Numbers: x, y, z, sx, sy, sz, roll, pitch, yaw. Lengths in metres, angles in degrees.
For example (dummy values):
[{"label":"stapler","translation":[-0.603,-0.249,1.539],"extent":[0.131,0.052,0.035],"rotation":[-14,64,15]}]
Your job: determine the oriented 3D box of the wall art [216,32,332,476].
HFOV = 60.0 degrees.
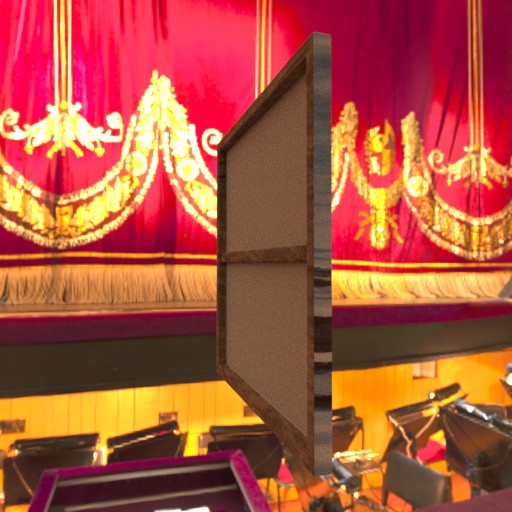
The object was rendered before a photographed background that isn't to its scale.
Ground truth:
[{"label":"wall art","translation":[0.000,0.000,1.101],"extent":[0.035,0.747,0.747],"rotation":[0,-1,-18]}]
